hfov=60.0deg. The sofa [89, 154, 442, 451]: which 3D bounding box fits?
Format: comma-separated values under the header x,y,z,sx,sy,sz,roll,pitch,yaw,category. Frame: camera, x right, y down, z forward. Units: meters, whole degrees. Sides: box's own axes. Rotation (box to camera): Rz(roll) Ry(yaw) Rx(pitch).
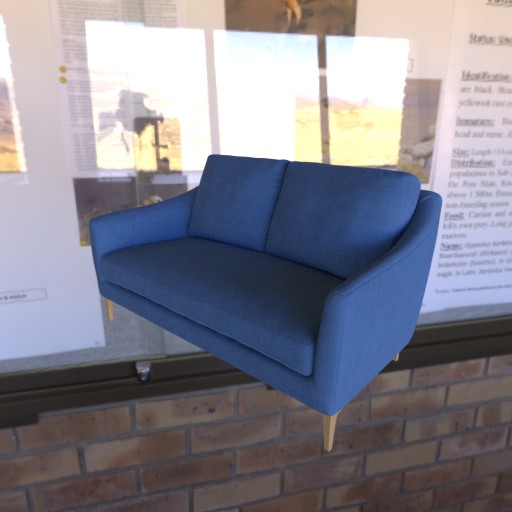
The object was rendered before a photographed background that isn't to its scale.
x,y,z,sx,sy,sz,roll,pitch,yaw,category
0.000,0.000,2.195,1.619,0.902,0.960,16,23,41,sofa
